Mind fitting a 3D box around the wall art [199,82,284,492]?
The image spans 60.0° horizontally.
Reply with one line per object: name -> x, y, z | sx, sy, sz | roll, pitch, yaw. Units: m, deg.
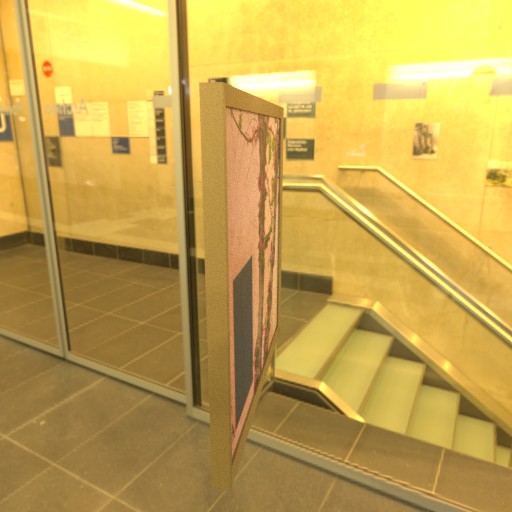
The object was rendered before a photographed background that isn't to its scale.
wall art -> 0.000, 0.000, 1.143 | 0.038, 0.762, 0.762 | 3, 16, 10
